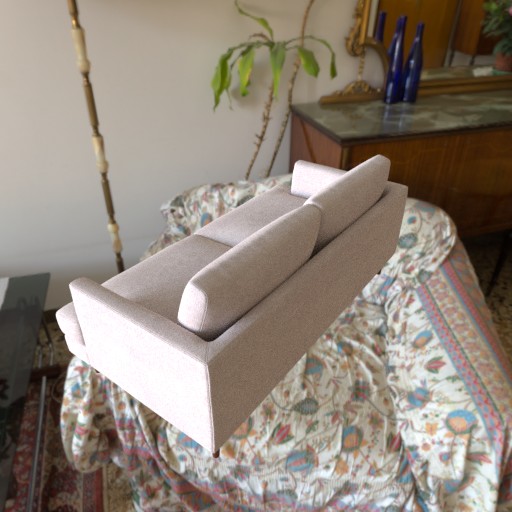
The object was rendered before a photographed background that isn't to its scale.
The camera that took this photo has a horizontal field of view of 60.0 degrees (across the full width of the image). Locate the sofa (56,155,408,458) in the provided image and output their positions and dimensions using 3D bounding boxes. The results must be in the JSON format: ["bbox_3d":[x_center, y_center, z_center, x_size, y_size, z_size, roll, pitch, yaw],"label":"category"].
[{"bbox_3d":[0.000,0.000,2.548,1.020,0.868,1.948,22,38,30],"label":"sofa"}]
